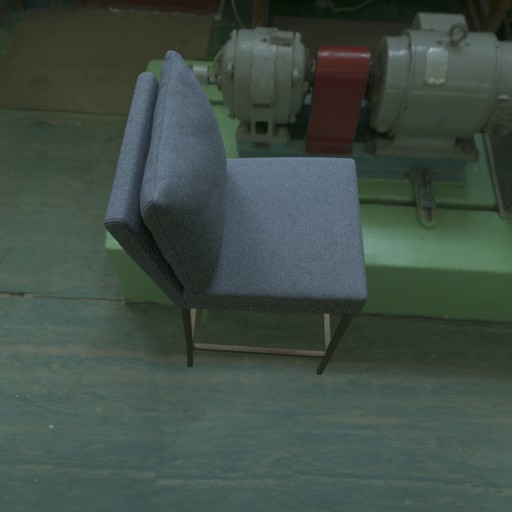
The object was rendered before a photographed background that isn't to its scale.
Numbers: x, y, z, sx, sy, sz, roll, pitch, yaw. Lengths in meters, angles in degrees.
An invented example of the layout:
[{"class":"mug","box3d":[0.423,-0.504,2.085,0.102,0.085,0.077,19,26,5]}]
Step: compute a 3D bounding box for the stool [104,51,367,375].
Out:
[{"class":"stool","box3d":[0.000,0.000,1.369,0.569,1.130,0.463,2,62,1]}]
